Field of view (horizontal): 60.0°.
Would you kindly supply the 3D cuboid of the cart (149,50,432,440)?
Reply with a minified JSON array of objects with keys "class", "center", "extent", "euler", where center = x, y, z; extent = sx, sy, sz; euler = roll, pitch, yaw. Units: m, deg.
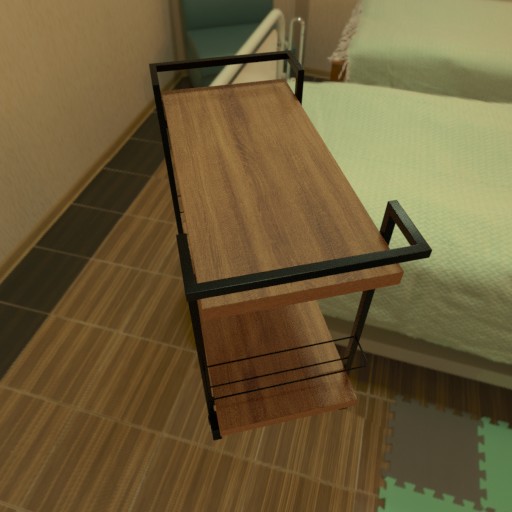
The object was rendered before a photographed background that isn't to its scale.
[{"class":"cart","center":[0.000,0.000,1.223],"extent":[0.406,0.762,0.806],"euler":[-10,47,-9]}]
